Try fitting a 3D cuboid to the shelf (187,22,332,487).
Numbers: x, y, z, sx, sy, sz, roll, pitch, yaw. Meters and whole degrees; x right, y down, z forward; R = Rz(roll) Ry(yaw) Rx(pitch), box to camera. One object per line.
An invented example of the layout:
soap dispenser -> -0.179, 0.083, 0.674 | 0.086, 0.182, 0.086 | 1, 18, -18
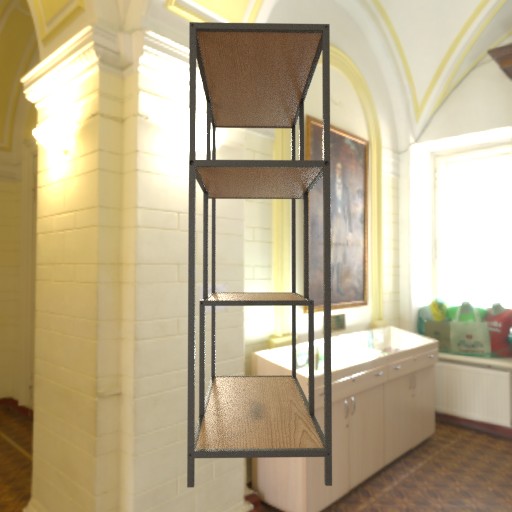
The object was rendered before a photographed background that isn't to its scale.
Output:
shelf -> 0.000, 0.000, 1.472 | 0.350, 1.138, 0.770 | 0, -2, -1
